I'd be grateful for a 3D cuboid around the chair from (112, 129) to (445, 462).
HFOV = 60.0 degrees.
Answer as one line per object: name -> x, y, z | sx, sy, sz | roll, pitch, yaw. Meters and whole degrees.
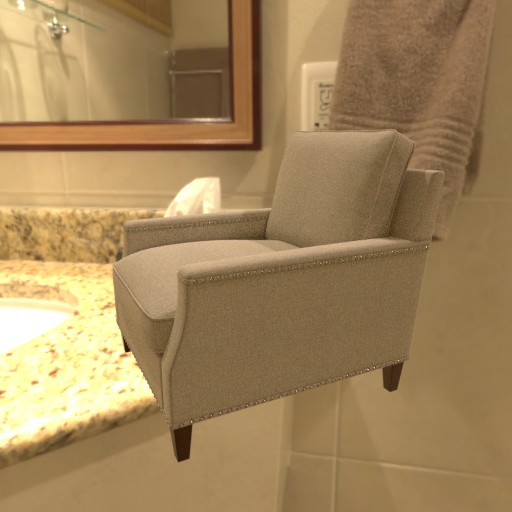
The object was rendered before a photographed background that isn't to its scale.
chair -> 0.000, 0.000, 1.711 | 1.014, 0.943, 0.853 | -7, 17, -26
